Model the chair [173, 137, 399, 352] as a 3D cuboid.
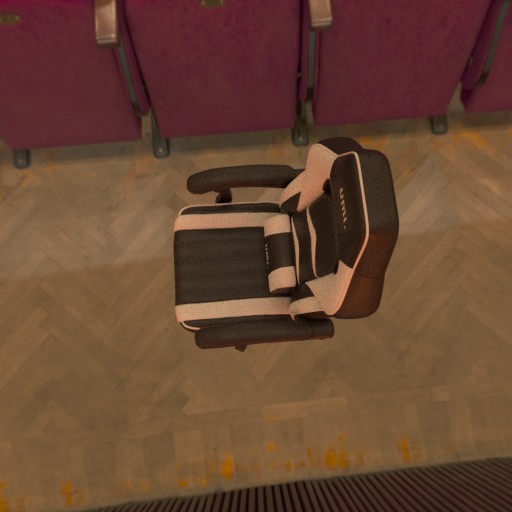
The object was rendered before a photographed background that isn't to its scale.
[{"bbox_3d":[0.000,0.000,1.648,0.700,1.200,0.676,-5,77,-1],"label":"chair"}]
